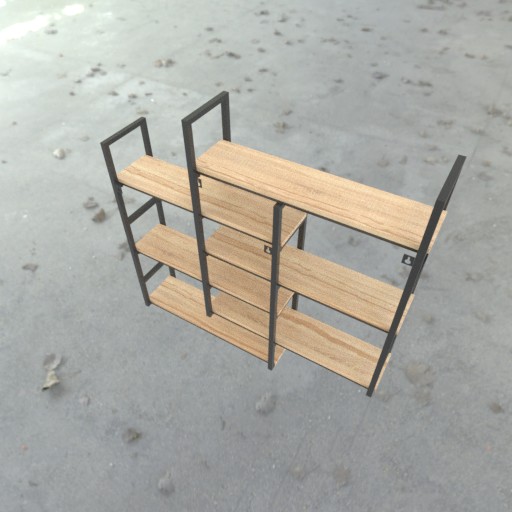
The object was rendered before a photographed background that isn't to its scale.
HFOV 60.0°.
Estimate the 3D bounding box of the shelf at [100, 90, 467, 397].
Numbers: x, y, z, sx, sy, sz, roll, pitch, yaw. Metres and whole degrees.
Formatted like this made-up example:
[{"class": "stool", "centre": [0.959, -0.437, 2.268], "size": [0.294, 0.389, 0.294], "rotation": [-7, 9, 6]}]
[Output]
[{"class": "shelf", "centre": [0.000, 0.000, 1.384], "size": [0.946, 0.921, 0.183], "rotation": [23, 49, 21]}]
